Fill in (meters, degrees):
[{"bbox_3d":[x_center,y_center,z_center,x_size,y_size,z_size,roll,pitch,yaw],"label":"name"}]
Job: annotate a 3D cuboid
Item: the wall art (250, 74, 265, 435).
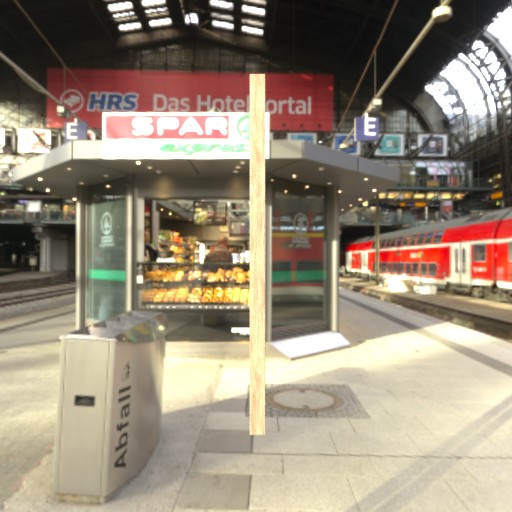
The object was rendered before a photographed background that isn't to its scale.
[{"bbox_3d":[0.000,0.000,0.977,0.021,0.480,0.780,0,0,0],"label":"wall art"}]
